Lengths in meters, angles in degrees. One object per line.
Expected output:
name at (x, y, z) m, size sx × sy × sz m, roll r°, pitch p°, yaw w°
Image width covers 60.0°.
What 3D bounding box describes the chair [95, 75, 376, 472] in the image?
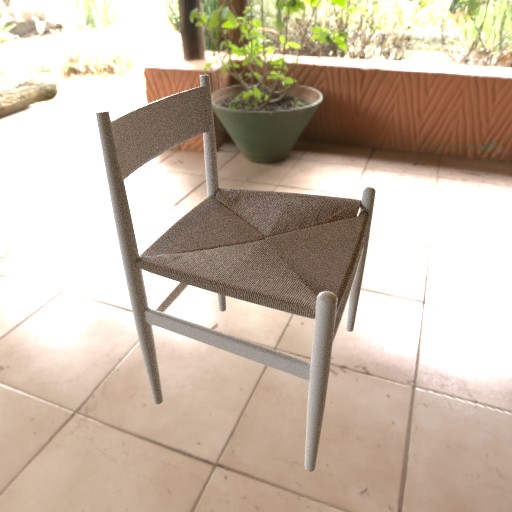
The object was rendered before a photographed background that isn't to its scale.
chair at (0.000, 0.000, 1.108) m, size 0.495 × 0.762 × 0.556 m, roll 11°, pitch 33°, yaw 17°
